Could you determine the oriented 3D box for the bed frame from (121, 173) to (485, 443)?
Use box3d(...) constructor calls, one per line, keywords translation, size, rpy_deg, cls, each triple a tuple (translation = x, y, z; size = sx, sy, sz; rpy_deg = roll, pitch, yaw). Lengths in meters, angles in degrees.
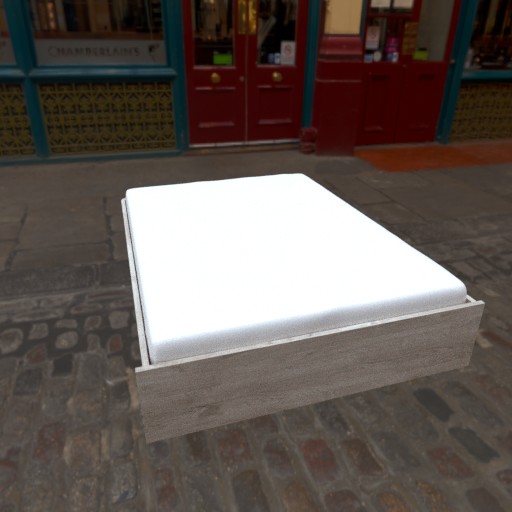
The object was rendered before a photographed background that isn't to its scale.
box3d(translation=(0.000, 0.000, 2.626), size=(1.490, 0.462, 1.950), rpy_deg=(-8, 27, -16), cls="bed frame")
